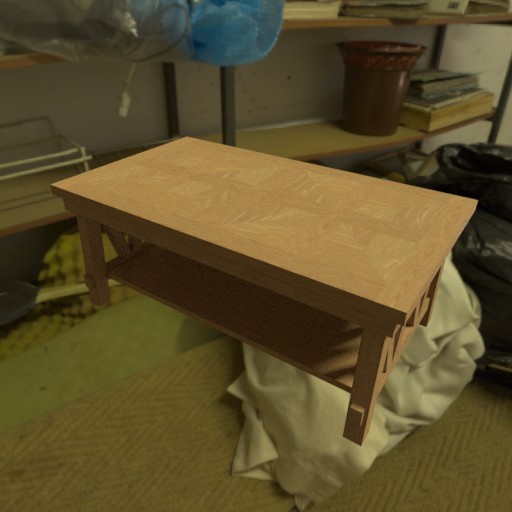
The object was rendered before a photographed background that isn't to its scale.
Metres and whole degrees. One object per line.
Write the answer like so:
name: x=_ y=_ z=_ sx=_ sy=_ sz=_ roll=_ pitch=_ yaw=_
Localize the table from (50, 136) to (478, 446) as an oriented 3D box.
table: x=0.000 y=0.000 z=1.635 sx=1.270 sy=0.507 sz=0.711 roll=20 pitch=36 yaw=29
